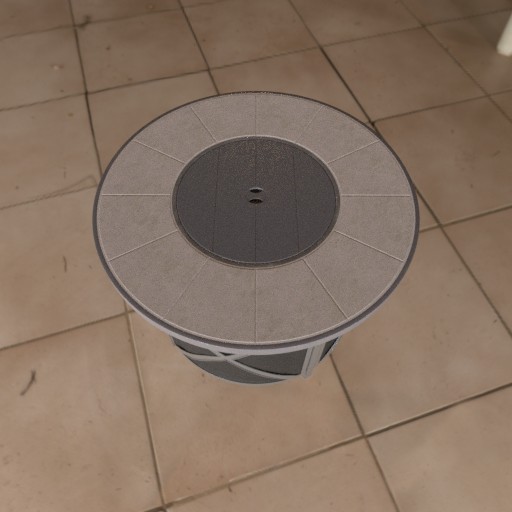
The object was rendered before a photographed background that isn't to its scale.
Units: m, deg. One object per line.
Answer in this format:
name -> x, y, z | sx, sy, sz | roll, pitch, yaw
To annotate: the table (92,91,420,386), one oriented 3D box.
table -> 0.000, 0.000, 1.536 | 0.914, 0.650, 0.914 | 0, 58, 0
